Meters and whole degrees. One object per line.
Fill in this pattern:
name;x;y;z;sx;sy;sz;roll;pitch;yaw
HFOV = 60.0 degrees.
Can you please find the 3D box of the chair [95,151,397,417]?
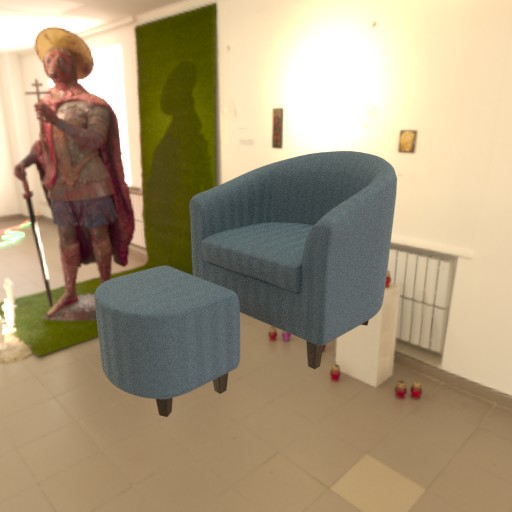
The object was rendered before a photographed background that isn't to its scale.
chair;0.000;0.000;1.752;1.288;0.757;0.756;-16;23;-42
